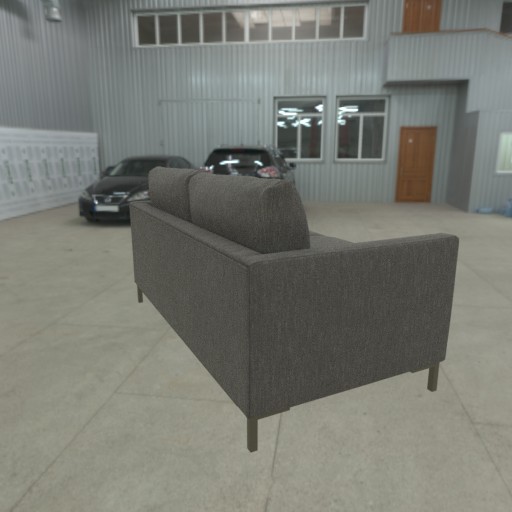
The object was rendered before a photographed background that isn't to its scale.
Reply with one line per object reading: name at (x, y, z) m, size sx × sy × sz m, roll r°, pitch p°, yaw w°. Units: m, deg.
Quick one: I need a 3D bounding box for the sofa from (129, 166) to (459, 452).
sofa at (0.000, 0.000, 2.177) m, size 0.875 × 0.840 × 1.682 m, roll -7°, pitch 15°, yaw -26°
